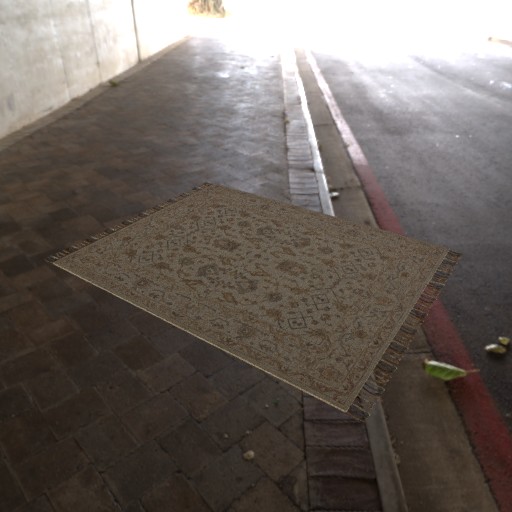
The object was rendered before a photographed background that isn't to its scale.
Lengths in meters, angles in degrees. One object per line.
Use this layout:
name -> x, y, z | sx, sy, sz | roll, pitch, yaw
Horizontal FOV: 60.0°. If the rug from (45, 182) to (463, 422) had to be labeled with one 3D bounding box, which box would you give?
rug -> 0.000, 0.000, 2.263 | 1.726, 0.009, 1.278 | 20, 36, 29
